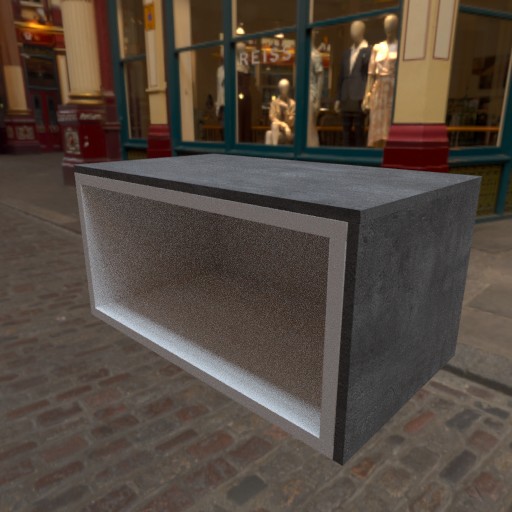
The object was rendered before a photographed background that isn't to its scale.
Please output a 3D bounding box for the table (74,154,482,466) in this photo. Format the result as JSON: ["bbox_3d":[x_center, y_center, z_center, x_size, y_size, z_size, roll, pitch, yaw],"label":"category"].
[{"bbox_3d":[0.000,0.000,0.911,0.700,0.350,0.400,16,23,41],"label":"table"}]
